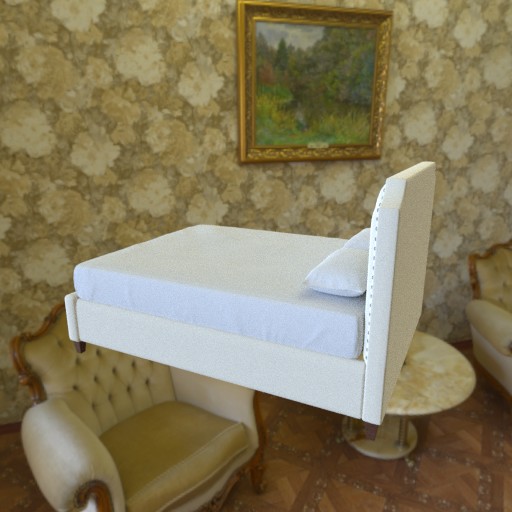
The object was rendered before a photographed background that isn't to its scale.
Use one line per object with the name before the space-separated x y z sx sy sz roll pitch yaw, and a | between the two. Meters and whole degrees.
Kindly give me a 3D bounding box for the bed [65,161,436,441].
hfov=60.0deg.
bed | 0.000 0.000 3.427 2.329 1.415 1.703 8 17 26
